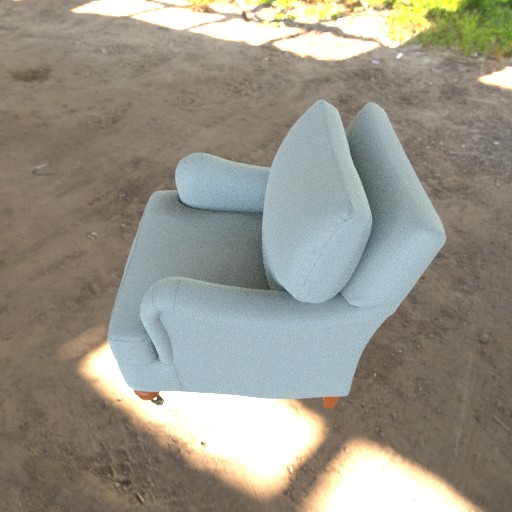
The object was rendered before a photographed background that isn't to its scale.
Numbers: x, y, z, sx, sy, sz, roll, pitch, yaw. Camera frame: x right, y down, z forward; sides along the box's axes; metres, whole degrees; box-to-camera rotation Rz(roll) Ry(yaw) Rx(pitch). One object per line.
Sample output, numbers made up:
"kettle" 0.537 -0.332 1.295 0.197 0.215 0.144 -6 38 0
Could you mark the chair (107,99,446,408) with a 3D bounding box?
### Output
"chair" 0.000 0.000 1.847 1.070 1.038 0.955 0 42 0
